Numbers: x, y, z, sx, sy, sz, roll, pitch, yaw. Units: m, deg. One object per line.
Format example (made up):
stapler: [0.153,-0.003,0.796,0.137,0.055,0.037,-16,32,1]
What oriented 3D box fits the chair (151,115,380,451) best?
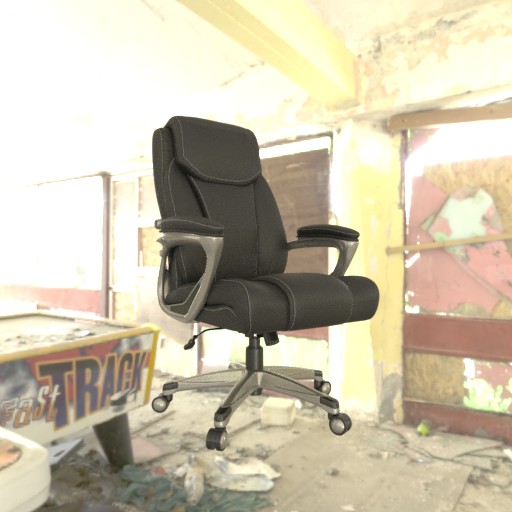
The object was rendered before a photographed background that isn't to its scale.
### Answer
chair: [0.000,0.000,1.681,0.741,1.167,0.784,0,0,-36]
